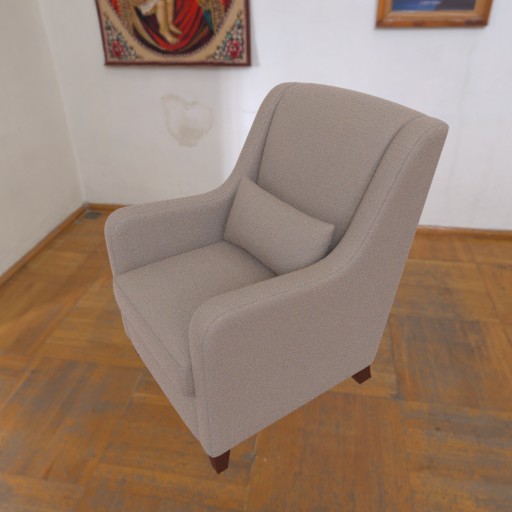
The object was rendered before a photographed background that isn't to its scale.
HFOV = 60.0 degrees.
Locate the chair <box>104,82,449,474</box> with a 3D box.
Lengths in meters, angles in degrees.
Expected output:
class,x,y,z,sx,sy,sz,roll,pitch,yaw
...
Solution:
class,x,y,z,sx,sy,sz,roll,pitch,yaw
chair,0.000,0.000,1.560,0.896,1.017,0.715,-21,38,-29
